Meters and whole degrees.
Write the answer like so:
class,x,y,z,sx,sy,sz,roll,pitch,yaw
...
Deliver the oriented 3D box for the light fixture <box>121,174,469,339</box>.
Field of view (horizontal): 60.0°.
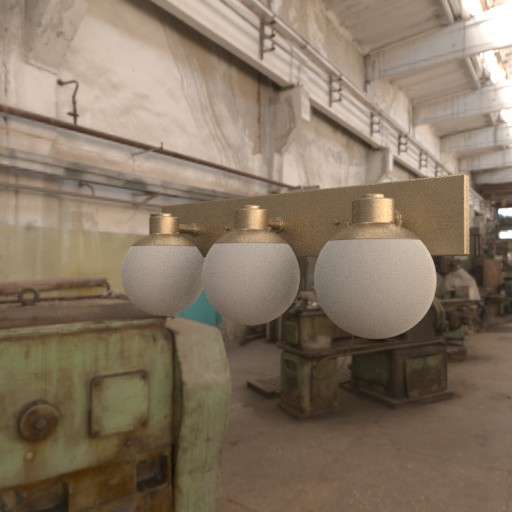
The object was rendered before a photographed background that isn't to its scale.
class,x,y,z,sx,sy,sz,roll,pitch,yaw
light fixture,0.000,0.000,0.863,0.721,0.263,0.218,0,-1,36
